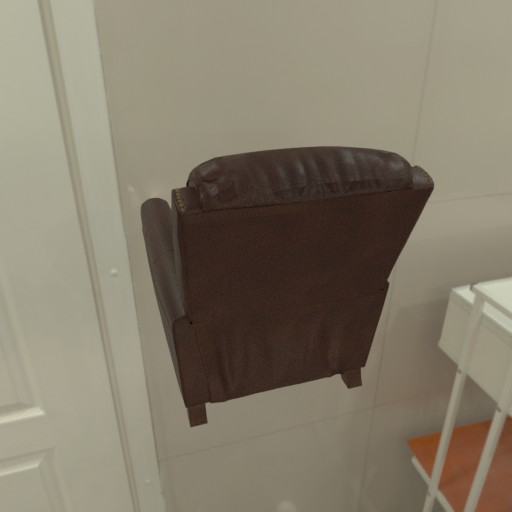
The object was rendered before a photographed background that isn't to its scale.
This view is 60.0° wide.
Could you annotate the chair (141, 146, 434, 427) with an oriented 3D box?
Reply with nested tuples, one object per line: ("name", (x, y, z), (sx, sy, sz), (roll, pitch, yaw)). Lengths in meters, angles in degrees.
("chair", (0.000, 0.000, 1.781), (0.826, 1.022, 1.089), (-8, 27, -16))
